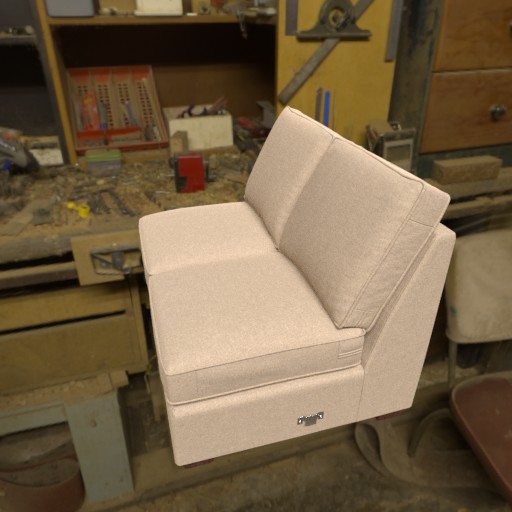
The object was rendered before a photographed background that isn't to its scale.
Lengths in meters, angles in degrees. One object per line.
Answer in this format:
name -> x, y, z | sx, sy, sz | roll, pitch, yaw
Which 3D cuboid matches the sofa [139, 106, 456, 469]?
sofa -> 0.000, 0.000, 1.931 | 0.951, 1.008, 1.237 | -8, 31, -14
